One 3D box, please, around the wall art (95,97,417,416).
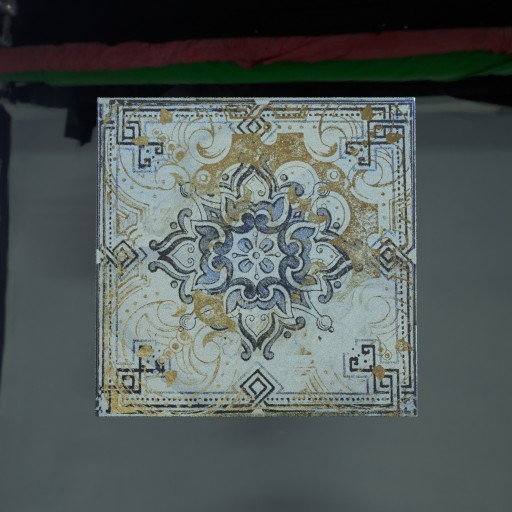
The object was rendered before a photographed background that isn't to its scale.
[{"bbox_3d":[0.000,0.000,0.587,0.411,0.410,0.038,0,-1,0],"label":"wall art"}]
